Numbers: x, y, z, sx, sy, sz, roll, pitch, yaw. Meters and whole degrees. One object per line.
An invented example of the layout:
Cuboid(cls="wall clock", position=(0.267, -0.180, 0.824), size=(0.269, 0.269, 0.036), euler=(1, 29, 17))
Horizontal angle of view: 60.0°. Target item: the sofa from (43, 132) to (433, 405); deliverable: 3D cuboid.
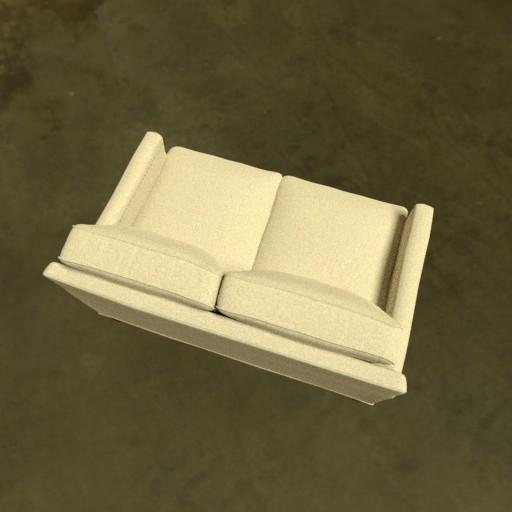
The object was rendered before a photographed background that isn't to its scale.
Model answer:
Cuboid(cls="sofa", position=(0.000, 0.000, 2.248), size=(1.597, 1.003, 1.084), euler=(17, 64, 8))
